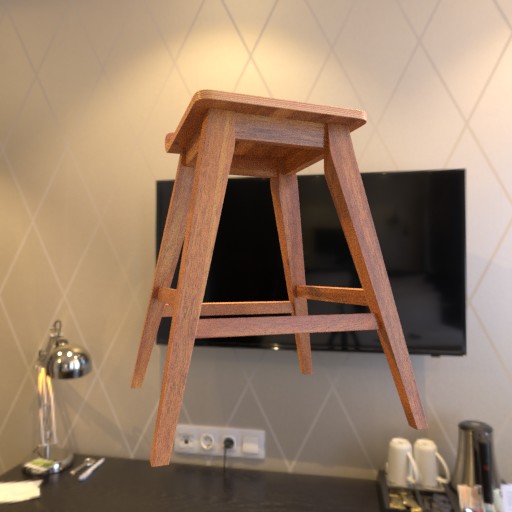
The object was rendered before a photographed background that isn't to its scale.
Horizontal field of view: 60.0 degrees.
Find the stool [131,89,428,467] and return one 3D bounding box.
[{"bbox_3d":[0.000,0.000,0.985,0.500,0.650,0.500,1,-2,-19],"label":"stool"}]
